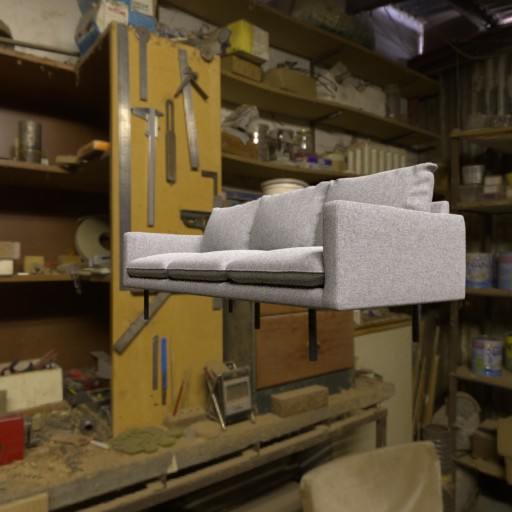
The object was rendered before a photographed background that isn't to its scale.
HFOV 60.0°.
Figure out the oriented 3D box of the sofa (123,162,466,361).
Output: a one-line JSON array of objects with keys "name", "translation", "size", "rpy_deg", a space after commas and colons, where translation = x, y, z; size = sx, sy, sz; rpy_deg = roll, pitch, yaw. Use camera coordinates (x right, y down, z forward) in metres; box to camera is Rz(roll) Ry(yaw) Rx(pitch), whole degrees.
[{"name": "sofa", "translation": [0.000, 0.000, 2.517], "size": [0.850, 0.830, 2.000], "rpy_deg": [1, -1, -37]}]
